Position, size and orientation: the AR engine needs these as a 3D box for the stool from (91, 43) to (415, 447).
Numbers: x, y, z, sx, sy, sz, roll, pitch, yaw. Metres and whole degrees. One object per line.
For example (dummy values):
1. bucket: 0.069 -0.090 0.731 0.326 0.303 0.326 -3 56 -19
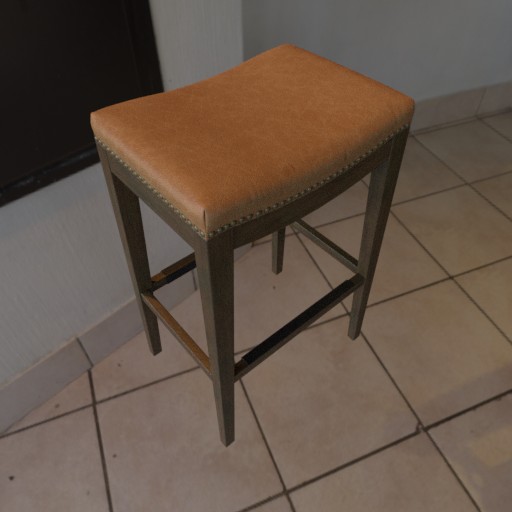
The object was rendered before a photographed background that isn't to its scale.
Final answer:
1. stool: 0.000 0.000 1.028 0.500 0.759 0.361 -32 54 -26
